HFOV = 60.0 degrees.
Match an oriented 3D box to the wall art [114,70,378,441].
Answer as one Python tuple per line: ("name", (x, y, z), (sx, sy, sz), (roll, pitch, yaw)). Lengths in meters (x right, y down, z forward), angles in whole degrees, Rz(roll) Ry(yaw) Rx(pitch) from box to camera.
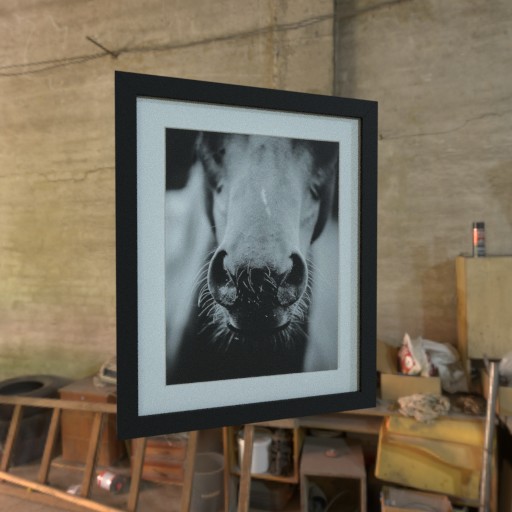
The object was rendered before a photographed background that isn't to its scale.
("wall art", (0.000, 0.000, 0.545), (0.329, 0.404, 0.024), (0, 1, -18))
